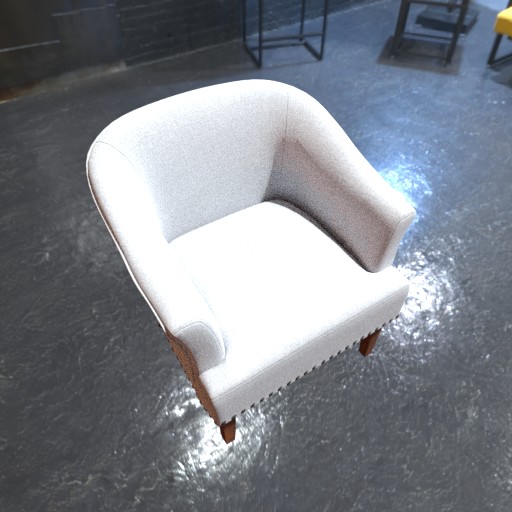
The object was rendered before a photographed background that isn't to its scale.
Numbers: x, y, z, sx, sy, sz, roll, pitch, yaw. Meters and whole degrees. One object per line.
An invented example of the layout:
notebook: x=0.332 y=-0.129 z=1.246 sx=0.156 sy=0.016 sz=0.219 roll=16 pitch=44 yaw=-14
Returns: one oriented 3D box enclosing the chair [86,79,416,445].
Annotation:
chair: x=0.000 y=0.000 z=1.405 sx=0.798 sy=0.815 sz=0.704 roll=-25 pitch=51 yaw=-22
